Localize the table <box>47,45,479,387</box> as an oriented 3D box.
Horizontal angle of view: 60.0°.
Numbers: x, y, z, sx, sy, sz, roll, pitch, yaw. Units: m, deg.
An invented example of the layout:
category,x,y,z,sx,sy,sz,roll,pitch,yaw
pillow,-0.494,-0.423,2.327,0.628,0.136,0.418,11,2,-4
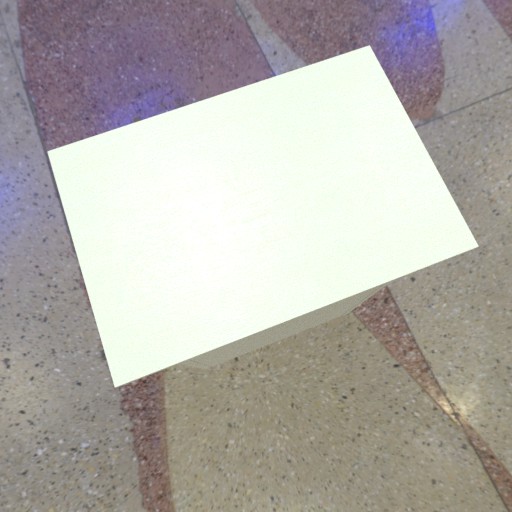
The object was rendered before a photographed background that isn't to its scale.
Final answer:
category,x,y,z,sx,sy,sz,roll,pitch,yaw
table,0.000,0.000,1.057,0.589,0.711,0.406,-20,75,-6
